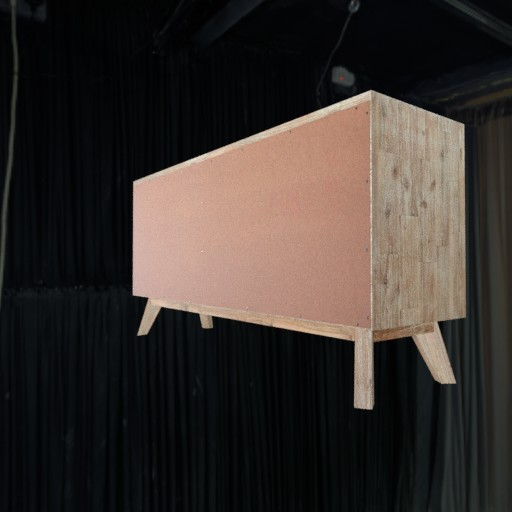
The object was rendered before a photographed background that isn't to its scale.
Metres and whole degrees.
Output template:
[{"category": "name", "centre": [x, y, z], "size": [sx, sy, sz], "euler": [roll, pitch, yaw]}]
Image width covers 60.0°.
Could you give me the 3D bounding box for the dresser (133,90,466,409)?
[{"category": "dresser", "centre": [0.000, 0.000, 1.858], "size": [0.455, 0.805, 1.554], "euler": [1, -1, -37]}]
